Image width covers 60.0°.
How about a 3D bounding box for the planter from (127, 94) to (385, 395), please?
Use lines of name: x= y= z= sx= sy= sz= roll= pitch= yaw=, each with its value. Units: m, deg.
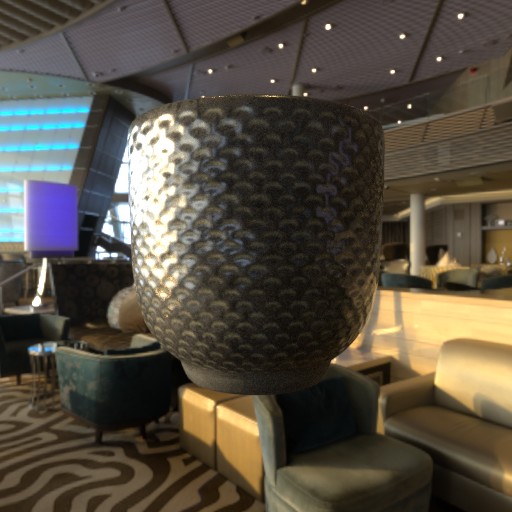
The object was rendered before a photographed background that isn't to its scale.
planter: x=0.000 y=0.000 z=0.353 sx=0.197 sy=0.191 sz=0.197 roll=0 pitch=0 yaw=0
